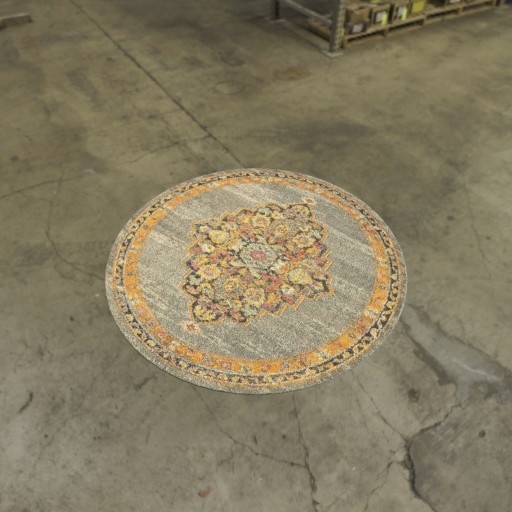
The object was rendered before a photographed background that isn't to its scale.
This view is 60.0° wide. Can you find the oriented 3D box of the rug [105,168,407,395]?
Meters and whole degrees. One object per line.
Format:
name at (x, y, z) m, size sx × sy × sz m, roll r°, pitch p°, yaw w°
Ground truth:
rug at (0.000, 0.000, 2.405) m, size 1.598 × 0.010 × 1.598 m, roll 0°, pitch 47°, yaw 0°
